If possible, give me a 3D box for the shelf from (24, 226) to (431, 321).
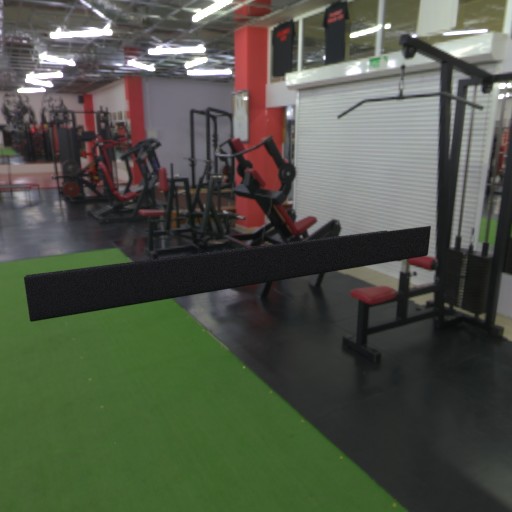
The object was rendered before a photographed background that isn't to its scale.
[{"bbox_3d":[0.000,0.000,0.653,0.605,0.053,0.102,-8,17,-26],"label":"shelf"}]
